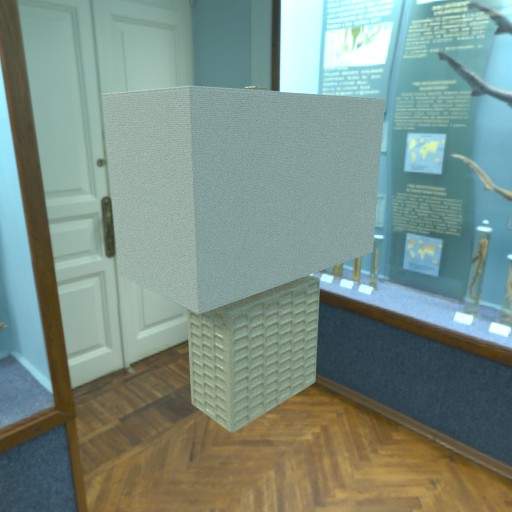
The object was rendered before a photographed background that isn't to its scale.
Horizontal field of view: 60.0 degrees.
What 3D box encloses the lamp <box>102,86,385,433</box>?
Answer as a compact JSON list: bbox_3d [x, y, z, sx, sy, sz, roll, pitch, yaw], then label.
[{"bbox_3d":[0.000,0.000,0.719,0.380,0.515,0.200,-16,23,-42],"label":"lamp"}]
